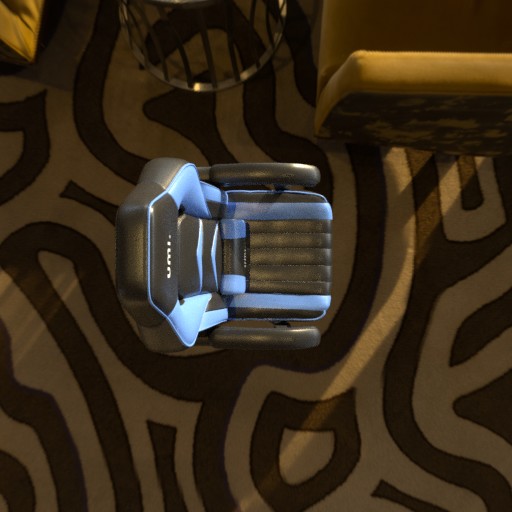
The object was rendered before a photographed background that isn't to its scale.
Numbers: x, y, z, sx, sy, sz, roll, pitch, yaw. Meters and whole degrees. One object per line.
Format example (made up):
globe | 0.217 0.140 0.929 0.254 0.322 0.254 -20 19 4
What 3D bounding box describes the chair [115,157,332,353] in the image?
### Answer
chair | 0.000 0.000 1.676 0.700 1.280 0.700 0 89 -1
